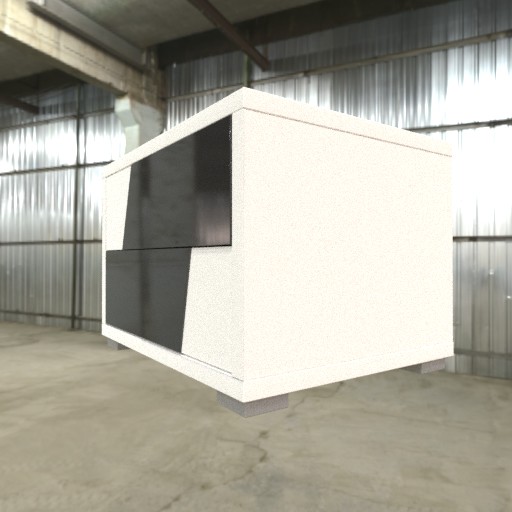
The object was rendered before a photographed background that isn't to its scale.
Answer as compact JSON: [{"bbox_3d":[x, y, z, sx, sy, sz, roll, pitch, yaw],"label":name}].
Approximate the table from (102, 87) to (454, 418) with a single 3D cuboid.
[{"bbox_3d":[0.000,0.000,0.796,0.399,0.357,0.517,0,0,-35],"label":"table"}]
